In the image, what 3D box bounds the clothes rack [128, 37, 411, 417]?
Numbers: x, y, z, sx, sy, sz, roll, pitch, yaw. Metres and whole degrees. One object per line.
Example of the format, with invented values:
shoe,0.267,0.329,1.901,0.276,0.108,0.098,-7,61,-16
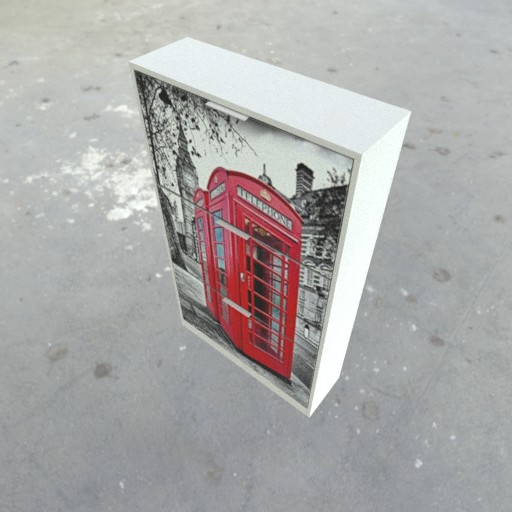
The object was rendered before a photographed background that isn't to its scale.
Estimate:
clothes rack,0.000,0.000,1.613,0.750,1.280,0.250,30,53,26
